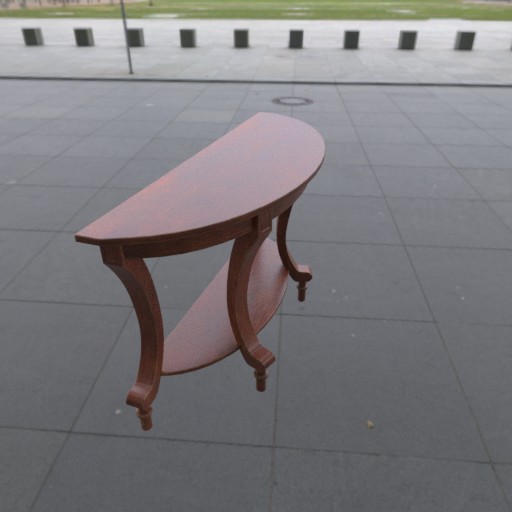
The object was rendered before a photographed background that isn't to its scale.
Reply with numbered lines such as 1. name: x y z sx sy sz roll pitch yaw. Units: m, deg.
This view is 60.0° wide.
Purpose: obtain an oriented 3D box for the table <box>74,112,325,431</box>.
1. table: 0.000 0.000 1.550 0.394 0.699 1.198 10 32 17
